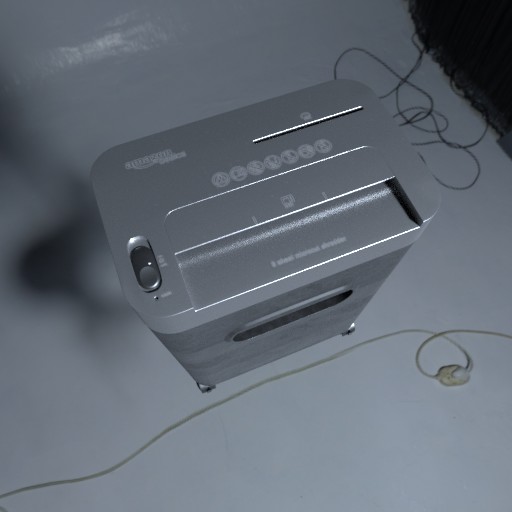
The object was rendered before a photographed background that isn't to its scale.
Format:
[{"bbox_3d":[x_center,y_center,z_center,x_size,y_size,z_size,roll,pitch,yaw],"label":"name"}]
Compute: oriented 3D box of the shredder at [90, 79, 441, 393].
[{"bbox_3d":[0.000,0.000,0.623,0.311,0.419,0.237,-20,66,-9],"label":"shredder"}]
